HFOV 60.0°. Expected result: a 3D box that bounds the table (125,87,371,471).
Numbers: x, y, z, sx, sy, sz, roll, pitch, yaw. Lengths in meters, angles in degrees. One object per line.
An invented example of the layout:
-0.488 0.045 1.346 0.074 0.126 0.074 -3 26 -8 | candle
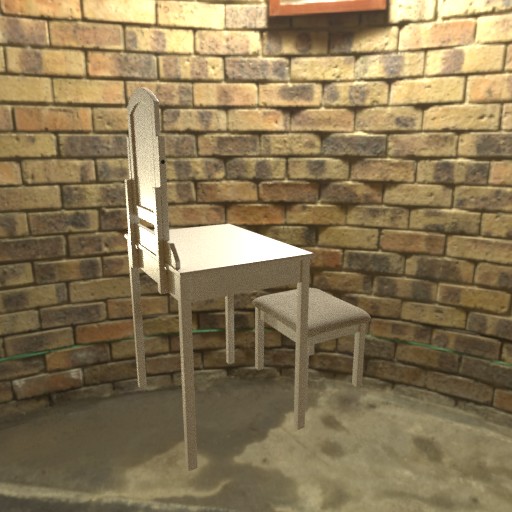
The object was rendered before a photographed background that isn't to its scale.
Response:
0.000 0.000 2.373 1.211 1.631 0.876 -8 16 -29 | table
